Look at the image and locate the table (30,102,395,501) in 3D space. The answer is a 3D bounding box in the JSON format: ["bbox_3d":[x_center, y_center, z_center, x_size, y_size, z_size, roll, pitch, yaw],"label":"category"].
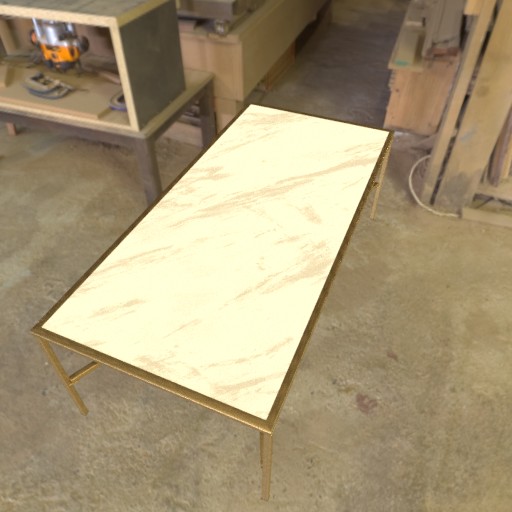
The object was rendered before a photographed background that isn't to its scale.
[{"bbox_3d":[0.000,0.000,1.429,0.577,0.405,1.197,17,47,16],"label":"table"}]
